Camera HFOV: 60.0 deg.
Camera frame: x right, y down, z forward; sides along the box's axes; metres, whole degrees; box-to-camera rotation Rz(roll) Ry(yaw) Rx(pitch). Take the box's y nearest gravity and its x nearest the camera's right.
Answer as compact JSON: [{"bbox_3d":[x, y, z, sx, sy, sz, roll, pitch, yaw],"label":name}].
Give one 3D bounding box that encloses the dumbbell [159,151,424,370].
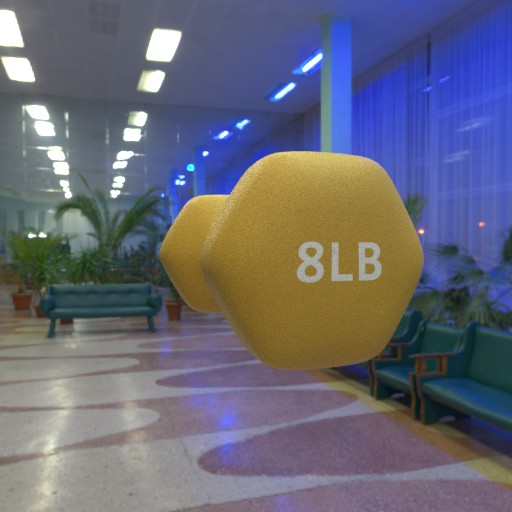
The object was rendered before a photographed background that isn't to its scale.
[{"bbox_3d":[0.000,0.000,0.245,0.090,0.082,0.190,0,1,-18],"label":"dumbbell"}]
